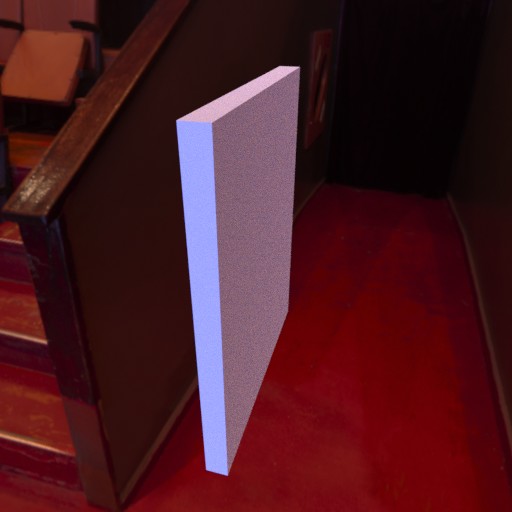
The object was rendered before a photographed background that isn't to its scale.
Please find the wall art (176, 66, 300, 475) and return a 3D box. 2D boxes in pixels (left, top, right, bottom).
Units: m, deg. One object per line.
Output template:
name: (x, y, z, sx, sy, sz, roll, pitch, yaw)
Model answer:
wall art: (0.000, 0.000, 0.762, 0.039, 0.553, 0.451, 8, 31, 14)
